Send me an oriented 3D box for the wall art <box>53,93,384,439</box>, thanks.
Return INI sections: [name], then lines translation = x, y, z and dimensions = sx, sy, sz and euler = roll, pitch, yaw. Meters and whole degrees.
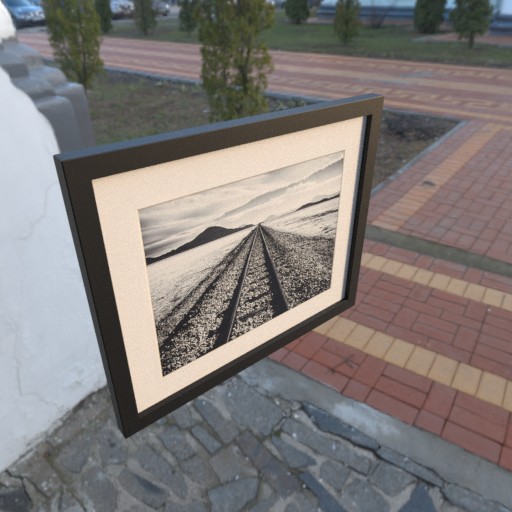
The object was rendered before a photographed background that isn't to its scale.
[wall art]
translation = 0.000, 0.000, 0.750
dimensions = 0.559, 0.458, 0.029
euler = -23, 37, -33
